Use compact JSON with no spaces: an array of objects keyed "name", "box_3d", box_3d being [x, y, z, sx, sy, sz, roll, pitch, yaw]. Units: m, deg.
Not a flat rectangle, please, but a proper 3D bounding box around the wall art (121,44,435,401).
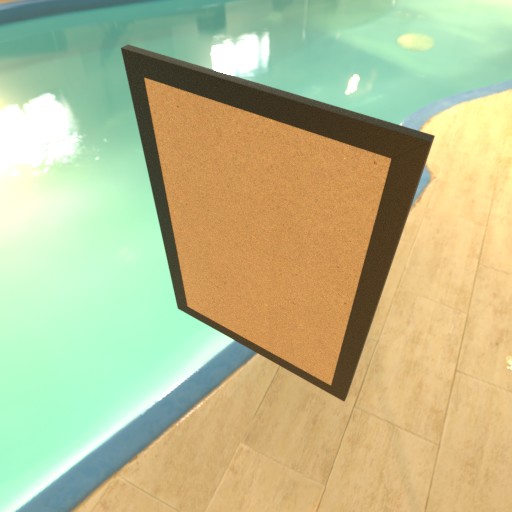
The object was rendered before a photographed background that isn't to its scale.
[{"name":"wall art","box_3d":[0.000,0.000,0.667,0.381,0.534,0.013,25,52,21]}]
